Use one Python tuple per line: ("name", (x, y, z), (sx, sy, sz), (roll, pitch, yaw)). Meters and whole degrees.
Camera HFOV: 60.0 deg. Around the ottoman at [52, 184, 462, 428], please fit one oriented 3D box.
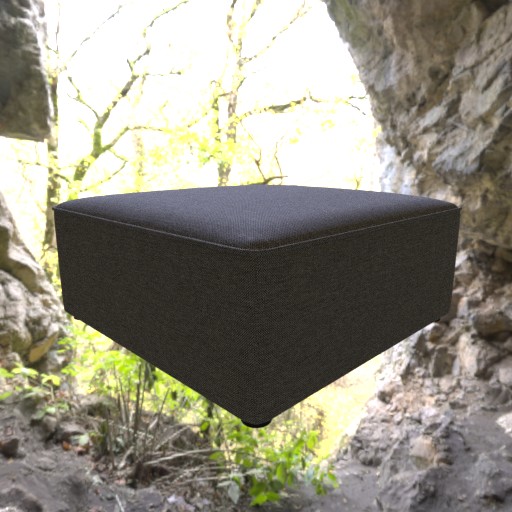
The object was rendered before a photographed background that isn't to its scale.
("ottoman", (0.000, 0.000, 1.535), (1.005, 0.455, 1.005), (-13, 18, -43))
